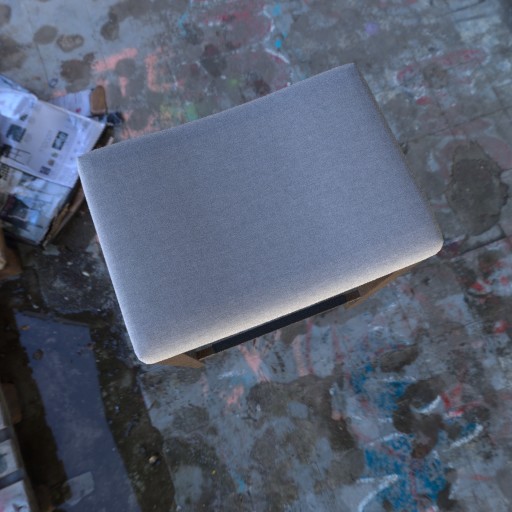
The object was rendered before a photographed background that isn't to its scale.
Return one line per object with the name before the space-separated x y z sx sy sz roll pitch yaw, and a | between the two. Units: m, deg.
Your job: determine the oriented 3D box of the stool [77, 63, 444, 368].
stool | 0.000 0.000 1.015 0.508 0.762 0.356 -20 78 -5
